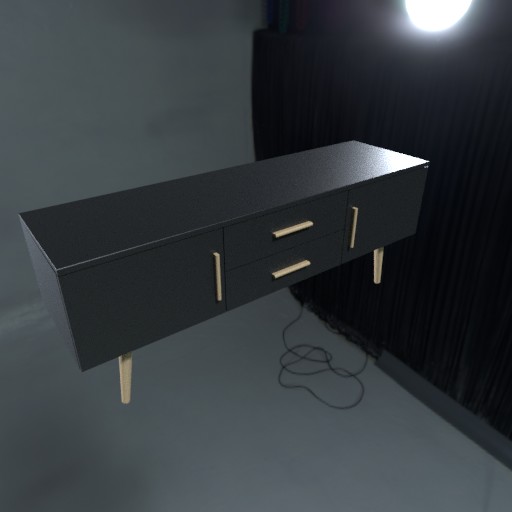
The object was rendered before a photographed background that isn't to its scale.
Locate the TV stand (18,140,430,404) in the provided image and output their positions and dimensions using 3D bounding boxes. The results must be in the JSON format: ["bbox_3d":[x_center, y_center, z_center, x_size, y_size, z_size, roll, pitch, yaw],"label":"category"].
[{"bbox_3d":[0.000,0.000,1.528,1.312,0.518,0.390,-19,34,-31],"label":"TV stand"}]
